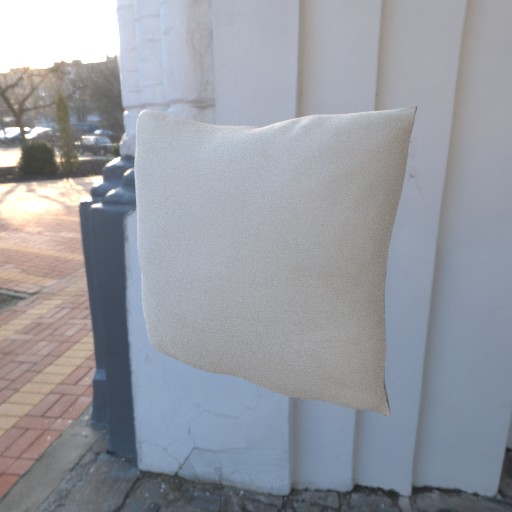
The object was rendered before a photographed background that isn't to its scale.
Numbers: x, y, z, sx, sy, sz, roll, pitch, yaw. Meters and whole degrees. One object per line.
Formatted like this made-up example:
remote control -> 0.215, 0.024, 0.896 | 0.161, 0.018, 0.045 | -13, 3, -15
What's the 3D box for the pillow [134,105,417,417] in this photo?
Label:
pillow -> 0.000, 0.000, 0.700 | 0.450, 0.448, 0.245 | 8, 18, 27
